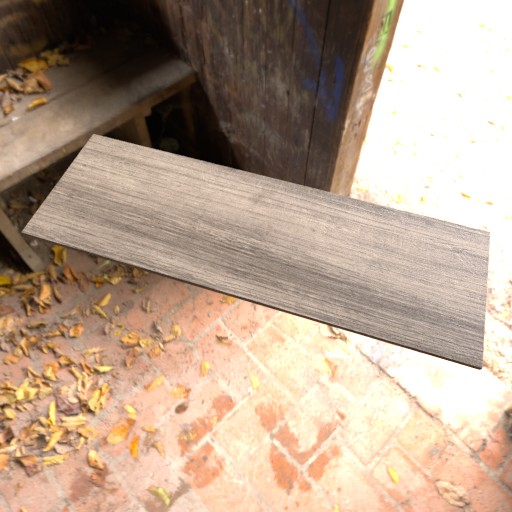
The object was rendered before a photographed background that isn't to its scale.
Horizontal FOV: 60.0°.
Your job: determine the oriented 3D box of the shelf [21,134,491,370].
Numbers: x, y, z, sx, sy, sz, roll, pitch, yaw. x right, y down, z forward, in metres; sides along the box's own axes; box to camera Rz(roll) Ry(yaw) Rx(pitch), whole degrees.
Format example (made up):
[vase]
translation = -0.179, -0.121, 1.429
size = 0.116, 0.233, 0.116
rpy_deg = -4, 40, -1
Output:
[shelf]
translation = 0.000, 0.000, 0.658
size = 0.610, 0.125, 0.200
rpy_deg = 16, 60, 9
